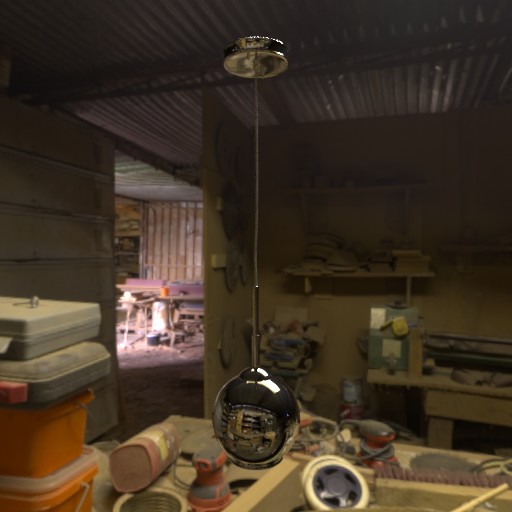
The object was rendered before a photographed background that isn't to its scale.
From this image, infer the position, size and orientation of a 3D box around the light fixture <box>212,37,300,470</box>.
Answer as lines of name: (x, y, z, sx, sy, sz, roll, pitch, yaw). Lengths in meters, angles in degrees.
light fixture: (0.000, 0.000, 1.685, 0.336, 1.538, 0.336, 0, 1, 18)
